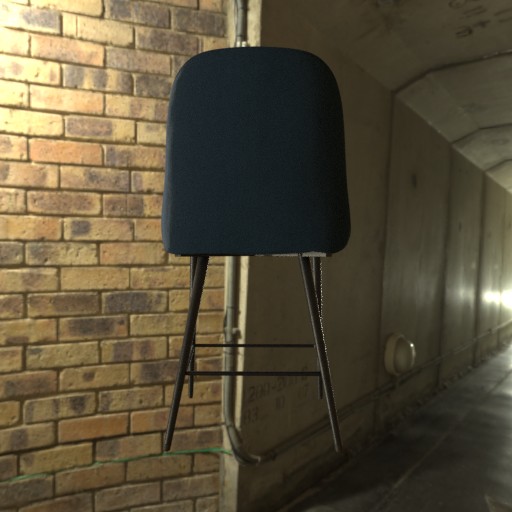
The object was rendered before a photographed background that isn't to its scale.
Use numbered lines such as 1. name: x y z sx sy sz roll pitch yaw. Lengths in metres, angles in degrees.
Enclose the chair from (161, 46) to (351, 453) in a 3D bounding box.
1. chair: 0.000 0.000 1.223 0.526 0.927 0.489 0 1 1
